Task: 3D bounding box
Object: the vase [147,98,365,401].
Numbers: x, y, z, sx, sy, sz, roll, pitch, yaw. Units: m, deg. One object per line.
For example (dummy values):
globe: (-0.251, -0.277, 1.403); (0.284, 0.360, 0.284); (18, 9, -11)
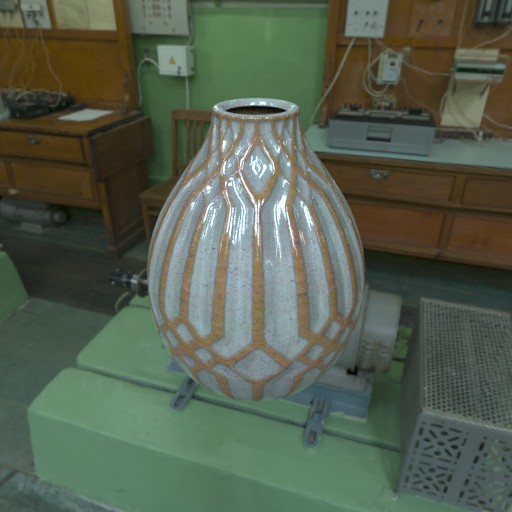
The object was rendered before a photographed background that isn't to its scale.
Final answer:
vase: (0.000, 0.000, 0.267); (0.131, 0.175, 0.131); (0, 31, 0)
